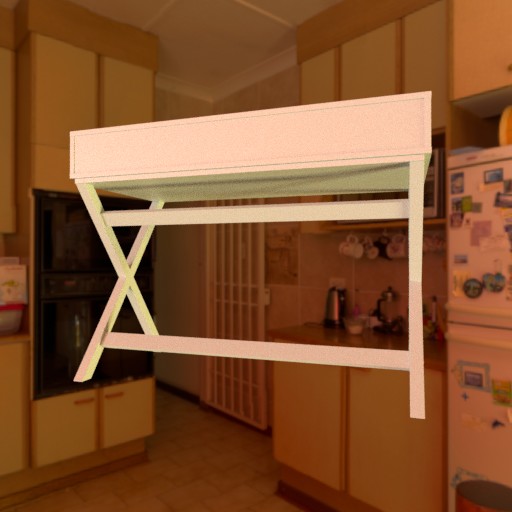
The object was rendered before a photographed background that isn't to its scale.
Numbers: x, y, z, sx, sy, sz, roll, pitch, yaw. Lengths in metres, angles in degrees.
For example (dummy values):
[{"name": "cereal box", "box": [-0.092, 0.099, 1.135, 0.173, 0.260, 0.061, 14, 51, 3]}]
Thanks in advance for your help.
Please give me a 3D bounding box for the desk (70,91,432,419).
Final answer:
[{"name": "desk", "box": [0.000, 0.000, 1.469, 1.057, 0.780, 0.525, 0, 0, 19]}]
